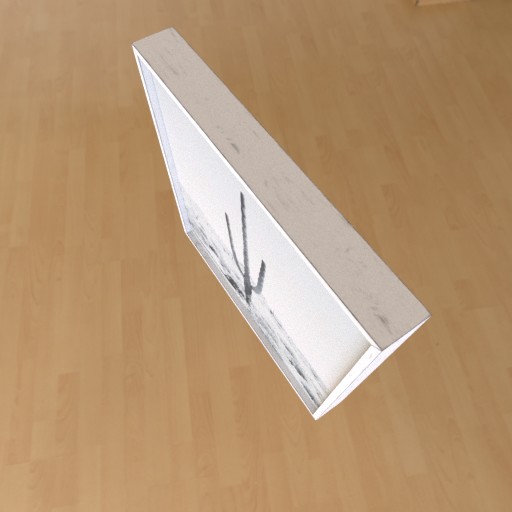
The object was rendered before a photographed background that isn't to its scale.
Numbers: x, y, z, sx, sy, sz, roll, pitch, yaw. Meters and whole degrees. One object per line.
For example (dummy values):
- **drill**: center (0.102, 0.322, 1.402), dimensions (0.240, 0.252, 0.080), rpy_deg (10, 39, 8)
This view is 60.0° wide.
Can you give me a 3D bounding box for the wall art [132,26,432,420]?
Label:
- **wall art**: center (0.000, 0.000, 0.442), dimensions (0.038, 0.305, 0.305), rpy_deg (-31, 67, -15)
